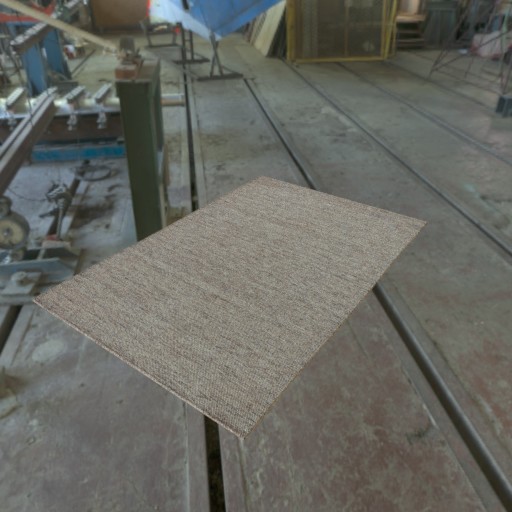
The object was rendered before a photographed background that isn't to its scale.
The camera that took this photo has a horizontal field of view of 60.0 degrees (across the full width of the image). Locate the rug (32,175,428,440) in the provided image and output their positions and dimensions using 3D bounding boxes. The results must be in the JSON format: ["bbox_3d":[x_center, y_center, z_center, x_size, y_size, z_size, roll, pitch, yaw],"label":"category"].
[{"bbox_3d":[0.000,0.000,2.950,1.547,0.013,2.283,22,39,30],"label":"rug"}]
